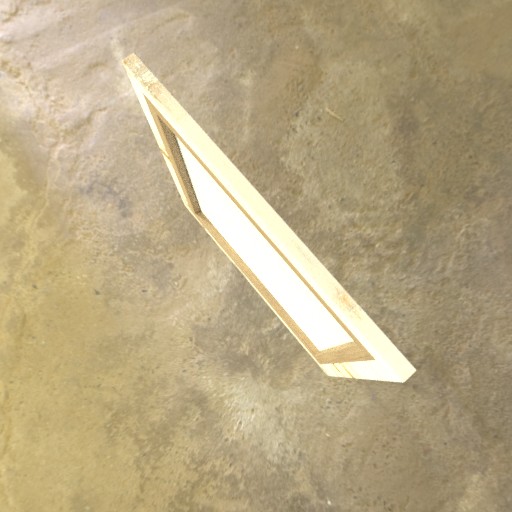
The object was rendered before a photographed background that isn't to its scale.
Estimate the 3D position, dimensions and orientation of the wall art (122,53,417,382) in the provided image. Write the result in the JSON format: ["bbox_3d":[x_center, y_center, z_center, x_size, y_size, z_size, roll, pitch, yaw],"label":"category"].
[{"bbox_3d":[0.000,0.000,1.516,0.040,1.018,1.015,-39,79,-9],"label":"wall art"}]
